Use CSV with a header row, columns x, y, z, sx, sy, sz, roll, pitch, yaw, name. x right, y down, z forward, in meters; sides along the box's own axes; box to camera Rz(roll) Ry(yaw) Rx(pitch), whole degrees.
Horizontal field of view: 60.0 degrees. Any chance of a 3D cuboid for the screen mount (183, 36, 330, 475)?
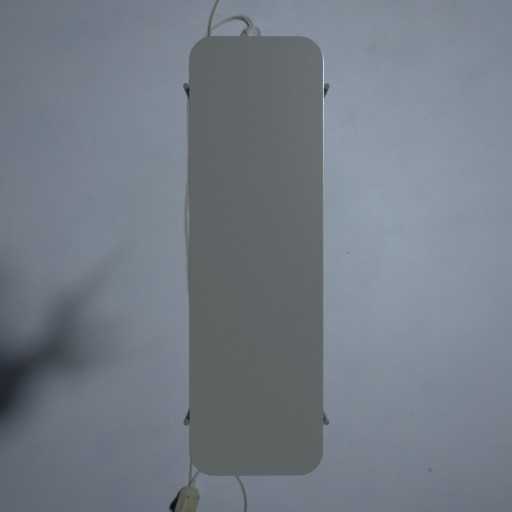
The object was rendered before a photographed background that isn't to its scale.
x,y,z,sx,sy,sz,roll,pitch,yaw,name
0.000,0.000,1.433,0.400,0.447,1.200,0,90,0,screen mount
